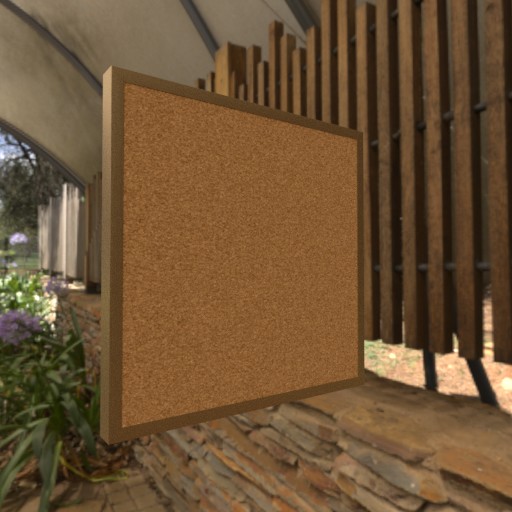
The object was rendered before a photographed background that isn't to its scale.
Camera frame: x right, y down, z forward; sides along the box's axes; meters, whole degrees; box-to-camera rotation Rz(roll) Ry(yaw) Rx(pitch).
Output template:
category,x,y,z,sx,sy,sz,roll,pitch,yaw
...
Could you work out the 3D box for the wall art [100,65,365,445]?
category,x,y,z,sx,sy,sz,roll,pitch,yaw
wall art,0.000,0.000,0.759,0.510,0.509,0.037,1,-2,-36
